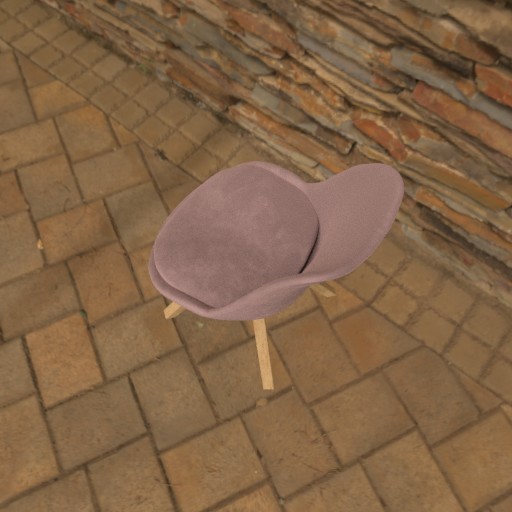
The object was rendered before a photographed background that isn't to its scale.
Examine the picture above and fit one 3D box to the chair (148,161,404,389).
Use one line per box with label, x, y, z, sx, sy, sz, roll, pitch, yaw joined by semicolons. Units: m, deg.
chair;0.000;0.000;1.203;0.550;0.850;0.485;32;68;15
